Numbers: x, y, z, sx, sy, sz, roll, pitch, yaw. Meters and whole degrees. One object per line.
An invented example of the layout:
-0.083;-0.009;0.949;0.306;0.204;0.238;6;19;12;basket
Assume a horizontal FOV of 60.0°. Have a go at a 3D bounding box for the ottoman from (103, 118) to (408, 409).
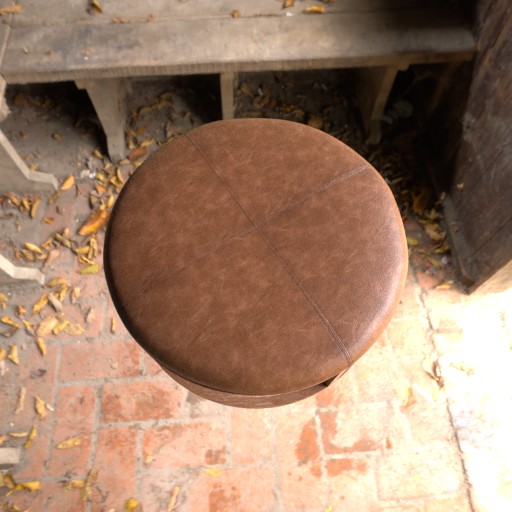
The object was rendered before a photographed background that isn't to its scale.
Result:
0.000;0.000;1.597;1.006;0.445;1.006;0;64;0;ottoman
